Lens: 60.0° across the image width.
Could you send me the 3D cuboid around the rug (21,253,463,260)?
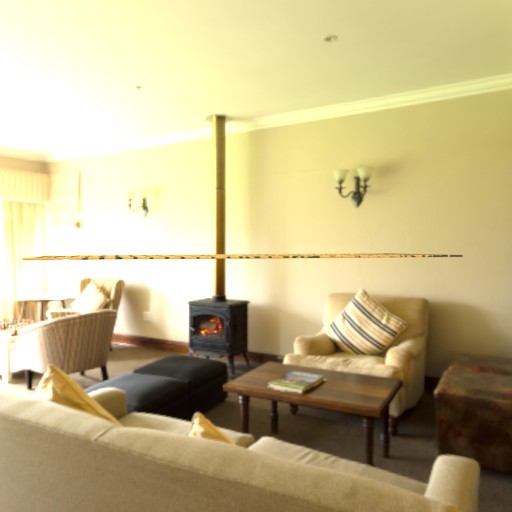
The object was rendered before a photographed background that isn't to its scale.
[{"bbox_3d":[0.000,0.000,2.699,2.435,0.011,0.750,0,1,-18],"label":"rug"}]
